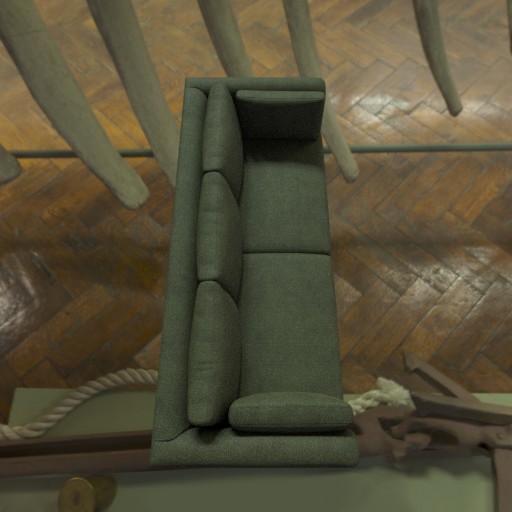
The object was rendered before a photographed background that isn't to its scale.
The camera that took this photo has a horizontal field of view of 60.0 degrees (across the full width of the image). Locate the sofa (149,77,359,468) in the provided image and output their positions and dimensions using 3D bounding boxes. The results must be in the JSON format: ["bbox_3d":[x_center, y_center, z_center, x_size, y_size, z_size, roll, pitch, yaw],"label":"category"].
[{"bbox_3d":[0.000,0.000,2.800,0.969,0.867,2.415,0,65,0],"label":"sofa"}]
